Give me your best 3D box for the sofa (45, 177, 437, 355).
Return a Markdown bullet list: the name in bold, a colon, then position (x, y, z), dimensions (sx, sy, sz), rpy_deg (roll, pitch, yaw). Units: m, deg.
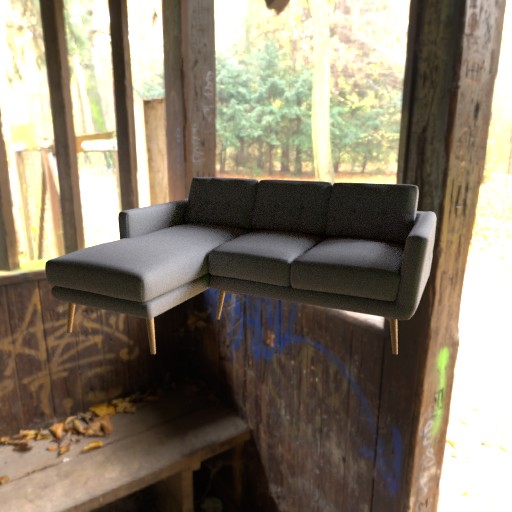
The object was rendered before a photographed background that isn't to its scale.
- **sofa**: position (0.000, 0.000, 2.808), dimensions (2.040, 0.860, 1.530), rpy_deg (7, 16, 25)
